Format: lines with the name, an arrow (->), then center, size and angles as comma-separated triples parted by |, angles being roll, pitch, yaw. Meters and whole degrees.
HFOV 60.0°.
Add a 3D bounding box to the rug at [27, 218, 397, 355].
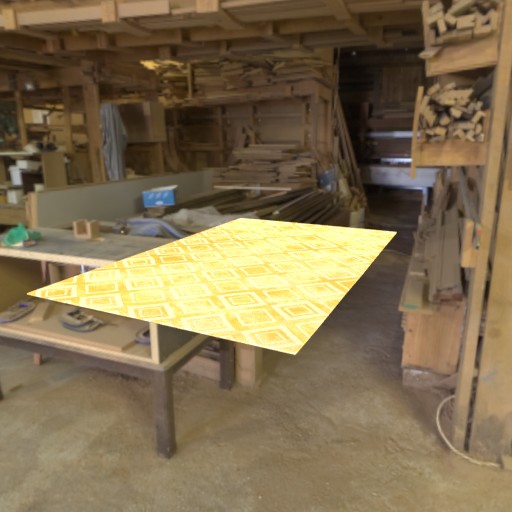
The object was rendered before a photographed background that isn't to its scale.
rug -> 0.000, 0.000, 3.058 | 1.511, 0.010, 2.424 | 7, 17, 25
